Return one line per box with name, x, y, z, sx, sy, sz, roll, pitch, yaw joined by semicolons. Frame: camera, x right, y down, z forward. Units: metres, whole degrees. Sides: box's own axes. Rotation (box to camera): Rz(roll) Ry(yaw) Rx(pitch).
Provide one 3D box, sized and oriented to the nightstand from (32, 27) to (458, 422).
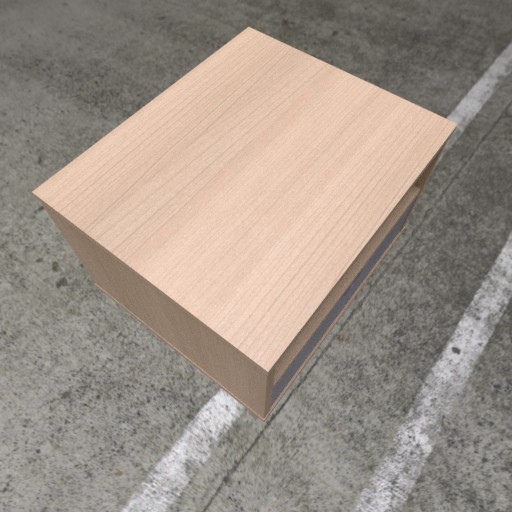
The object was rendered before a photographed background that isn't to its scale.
nightstand;0.000;0.000;0.829;0.380;0.530;0.450;34;65;18
